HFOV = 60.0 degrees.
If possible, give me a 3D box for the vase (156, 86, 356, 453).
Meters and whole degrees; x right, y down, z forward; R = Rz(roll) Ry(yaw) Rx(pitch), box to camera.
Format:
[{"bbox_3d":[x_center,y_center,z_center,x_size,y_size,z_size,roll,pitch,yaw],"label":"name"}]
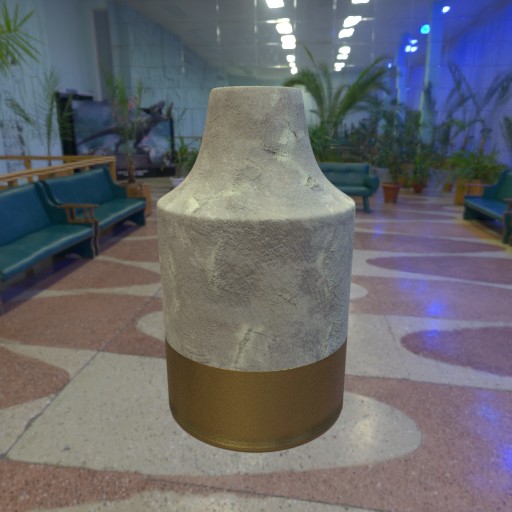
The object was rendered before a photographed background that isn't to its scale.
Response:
[{"bbox_3d":[0.000,0.000,0.432,0.184,0.305,0.184,0,17,0],"label":"vase"}]
